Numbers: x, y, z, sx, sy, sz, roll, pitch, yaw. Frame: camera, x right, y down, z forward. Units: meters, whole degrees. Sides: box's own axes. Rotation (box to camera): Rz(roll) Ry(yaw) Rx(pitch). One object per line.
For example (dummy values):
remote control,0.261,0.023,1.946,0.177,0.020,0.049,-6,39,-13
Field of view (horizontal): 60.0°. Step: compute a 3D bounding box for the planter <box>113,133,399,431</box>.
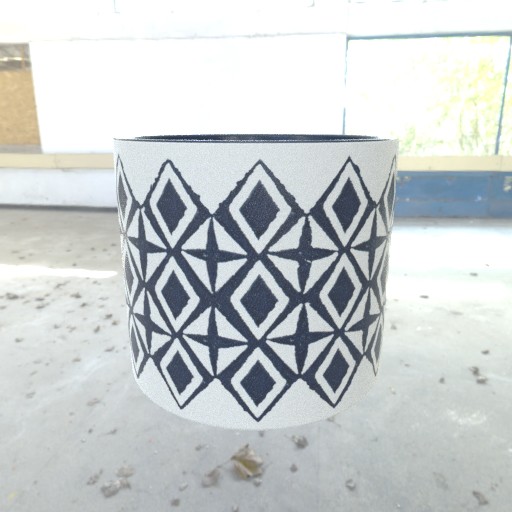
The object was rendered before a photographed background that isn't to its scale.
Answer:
planter,0.000,0.000,0.388,0.224,0.203,0.224,0,16,0
